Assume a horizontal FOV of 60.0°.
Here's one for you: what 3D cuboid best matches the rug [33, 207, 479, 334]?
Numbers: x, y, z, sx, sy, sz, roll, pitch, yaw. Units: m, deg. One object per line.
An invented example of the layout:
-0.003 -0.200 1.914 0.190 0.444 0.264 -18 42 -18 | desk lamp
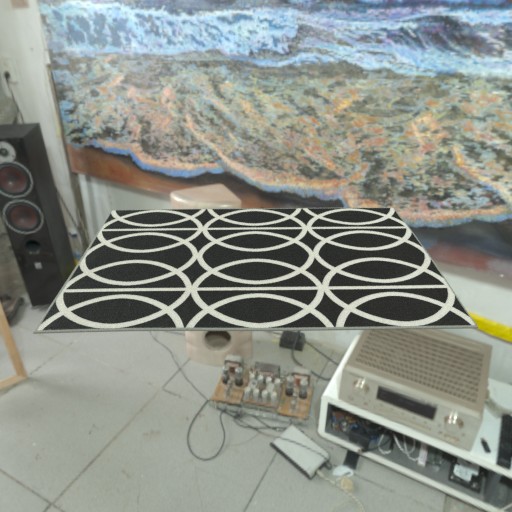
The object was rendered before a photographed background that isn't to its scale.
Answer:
0.000 0.000 2.918 2.290 0.014 1.526 -1 30 -1 | rug
